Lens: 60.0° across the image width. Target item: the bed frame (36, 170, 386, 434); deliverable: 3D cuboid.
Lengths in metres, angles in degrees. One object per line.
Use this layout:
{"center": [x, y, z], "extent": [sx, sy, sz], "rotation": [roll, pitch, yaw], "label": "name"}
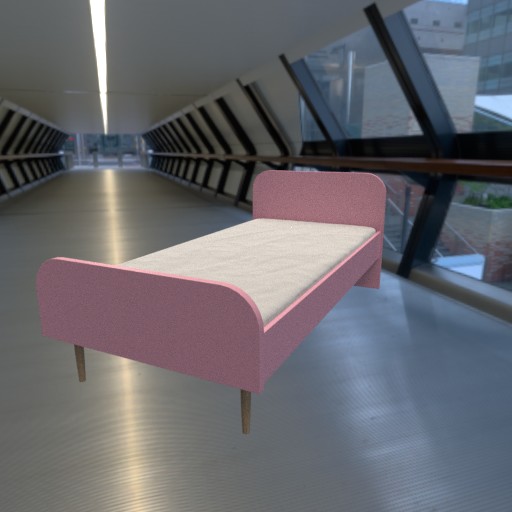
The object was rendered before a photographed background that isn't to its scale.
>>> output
{"center": [0.000, 0.000, 2.426], "extent": [0.998, 0.805, 1.963], "rotation": [7, 16, 25], "label": "bed frame"}
